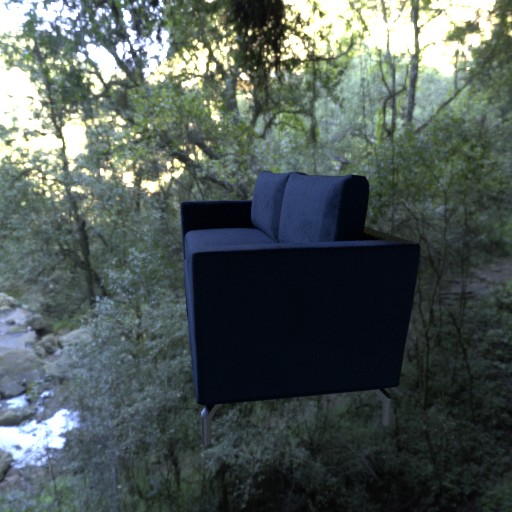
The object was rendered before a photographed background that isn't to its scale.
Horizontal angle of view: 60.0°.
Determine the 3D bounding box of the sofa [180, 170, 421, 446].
[{"bbox_3d":[0.000,0.000,2.664,0.853,0.998,2.212,-2,12,-10],"label":"sofa"}]
